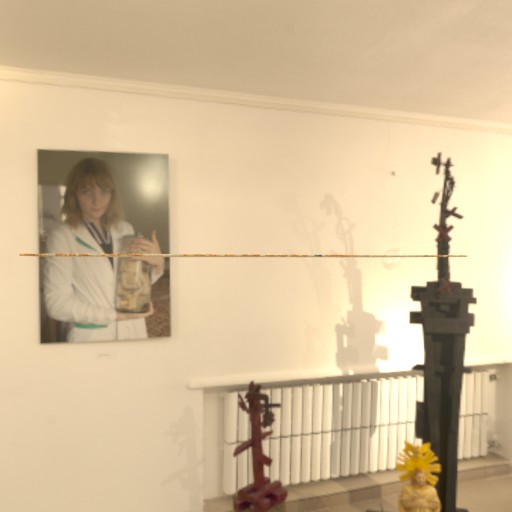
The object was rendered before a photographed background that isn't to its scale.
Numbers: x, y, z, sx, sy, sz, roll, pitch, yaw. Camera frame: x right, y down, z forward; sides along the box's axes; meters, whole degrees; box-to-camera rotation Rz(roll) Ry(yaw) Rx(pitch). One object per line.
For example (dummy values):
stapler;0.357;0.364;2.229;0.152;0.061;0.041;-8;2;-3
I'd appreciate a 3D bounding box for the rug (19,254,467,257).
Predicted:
rug;0.000;0.000;2.683;2.437;0.010;0.783;0;0;-17
